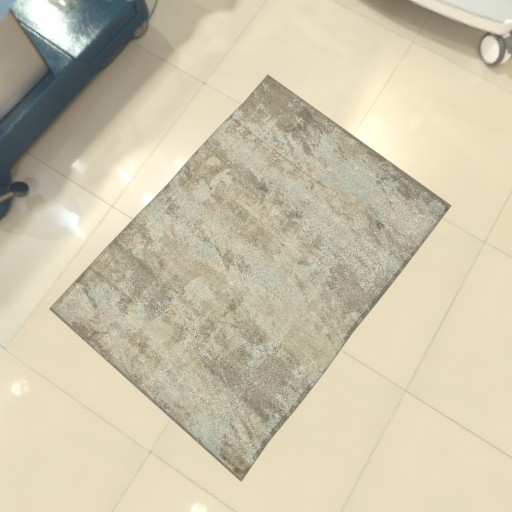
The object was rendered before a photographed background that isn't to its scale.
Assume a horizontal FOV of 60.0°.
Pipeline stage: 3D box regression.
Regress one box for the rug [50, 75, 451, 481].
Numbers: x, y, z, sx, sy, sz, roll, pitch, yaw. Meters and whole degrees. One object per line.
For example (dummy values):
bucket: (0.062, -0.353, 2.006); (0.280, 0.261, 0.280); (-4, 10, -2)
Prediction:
rug: (0.000, 0.000, 4.349); (2.393, 0.013, 3.307); (39, 79, 9)
